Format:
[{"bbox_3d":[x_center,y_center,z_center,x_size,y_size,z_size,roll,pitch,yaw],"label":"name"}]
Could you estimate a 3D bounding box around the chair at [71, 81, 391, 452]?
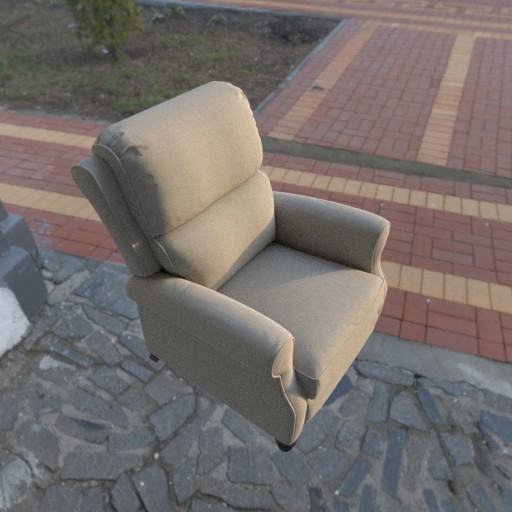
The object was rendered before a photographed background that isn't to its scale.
[{"bbox_3d":[0.000,0.000,1.726,0.919,1.046,0.859,26,47,27],"label":"chair"}]
